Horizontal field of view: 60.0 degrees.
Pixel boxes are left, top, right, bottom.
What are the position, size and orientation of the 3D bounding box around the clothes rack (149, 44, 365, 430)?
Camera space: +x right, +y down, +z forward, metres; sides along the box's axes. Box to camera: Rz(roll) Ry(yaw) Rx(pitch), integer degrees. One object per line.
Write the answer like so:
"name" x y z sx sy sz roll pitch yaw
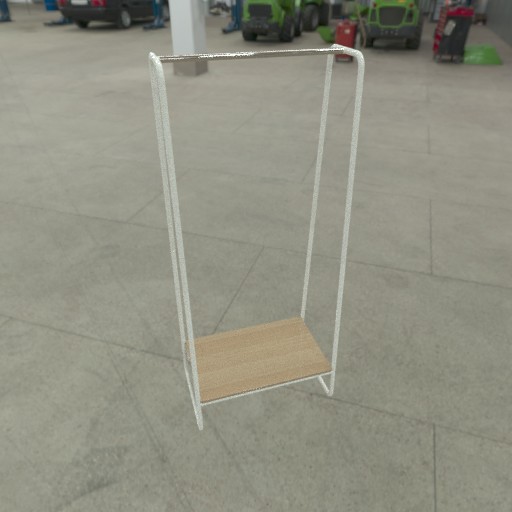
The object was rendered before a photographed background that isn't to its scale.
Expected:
"clothes rack" 0.000 0.000 1.774 0.640 1.500 0.400 -10 34 -15
